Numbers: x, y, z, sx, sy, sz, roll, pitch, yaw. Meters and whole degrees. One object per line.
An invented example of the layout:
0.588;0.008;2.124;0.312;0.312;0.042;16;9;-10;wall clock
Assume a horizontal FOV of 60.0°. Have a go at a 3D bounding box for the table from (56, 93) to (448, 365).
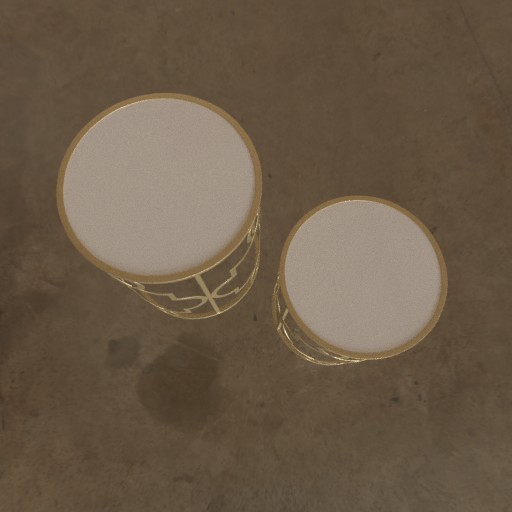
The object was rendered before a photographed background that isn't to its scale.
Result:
0.000;0.000;1.158;0.846;0.564;0.420;21;76;6;table
